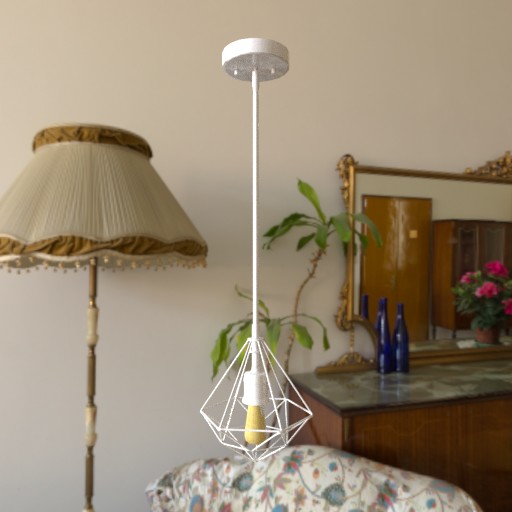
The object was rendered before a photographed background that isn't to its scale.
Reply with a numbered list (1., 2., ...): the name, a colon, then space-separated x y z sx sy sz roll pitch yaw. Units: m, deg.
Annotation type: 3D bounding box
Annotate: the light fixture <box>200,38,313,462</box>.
1. light fixture: 0.000 0.000 1.924 0.431 1.764 0.487 -1 -2 36
